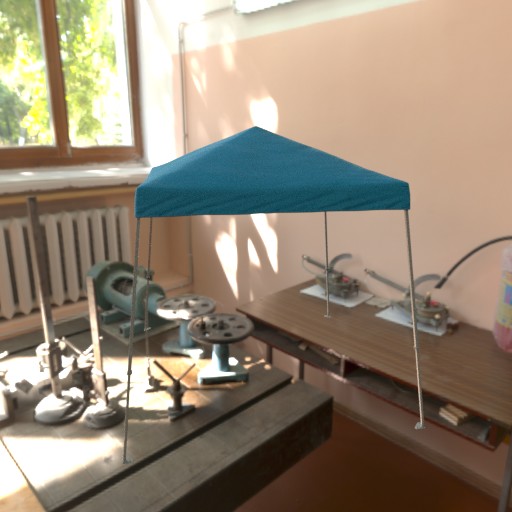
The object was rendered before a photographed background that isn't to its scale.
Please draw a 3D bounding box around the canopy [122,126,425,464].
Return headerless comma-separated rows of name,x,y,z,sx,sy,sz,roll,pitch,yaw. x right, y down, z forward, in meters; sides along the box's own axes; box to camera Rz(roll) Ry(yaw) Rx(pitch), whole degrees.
canopy,0.000,0.000,5.061,2.849,2.849,2.848,-3,15,-9
